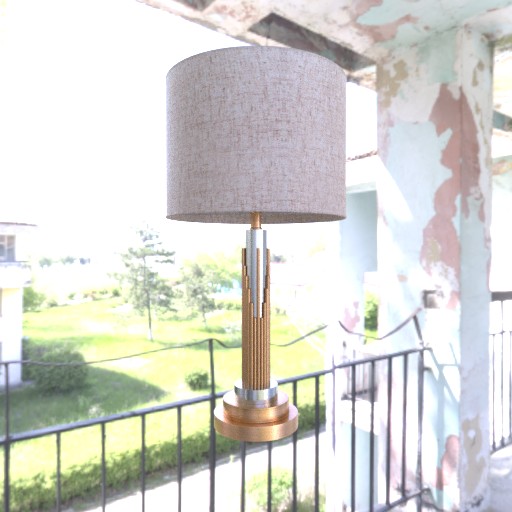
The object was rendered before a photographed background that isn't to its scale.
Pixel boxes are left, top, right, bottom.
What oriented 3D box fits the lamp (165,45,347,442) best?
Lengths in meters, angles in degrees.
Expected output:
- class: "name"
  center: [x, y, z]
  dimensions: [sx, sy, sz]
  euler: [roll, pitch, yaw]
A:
- class: "lamp"
  center: [0.000, 0.000, 0.802]
  dimensions: [0.321, 0.610, 0.321]
  euler: [-1, 1, -35]
